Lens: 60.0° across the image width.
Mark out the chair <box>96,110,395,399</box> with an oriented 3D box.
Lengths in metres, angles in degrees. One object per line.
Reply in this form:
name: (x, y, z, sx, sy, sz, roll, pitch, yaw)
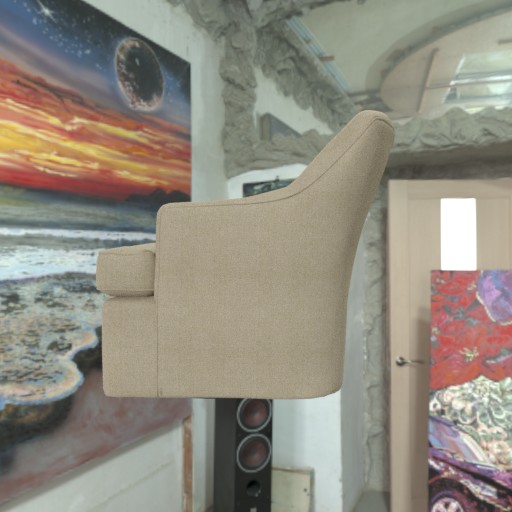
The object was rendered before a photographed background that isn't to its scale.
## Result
chair: (0.000, 0.000, 1.615, 0.923, 0.856, 0.864, 0, -1, 0)
